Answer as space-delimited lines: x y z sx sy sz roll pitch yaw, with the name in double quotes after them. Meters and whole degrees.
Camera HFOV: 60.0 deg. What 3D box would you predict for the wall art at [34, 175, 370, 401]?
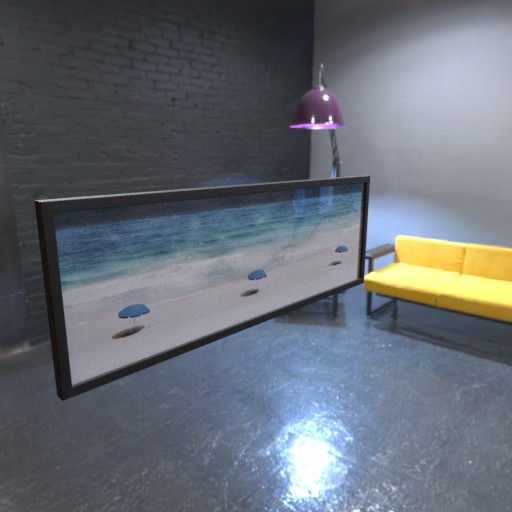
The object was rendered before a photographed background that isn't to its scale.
0.000 0.000 1.726 0.041 0.554 1.572 13 19 43 "wall art"
